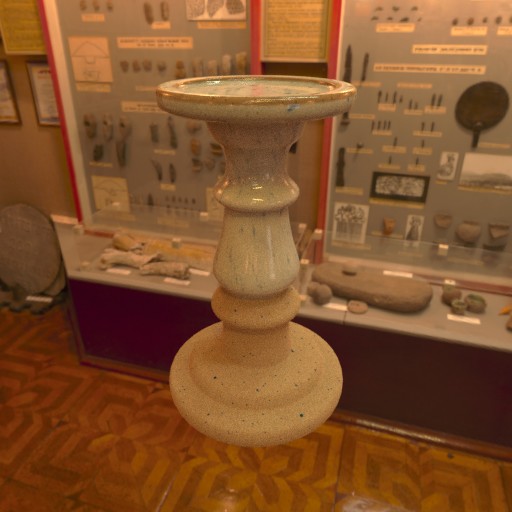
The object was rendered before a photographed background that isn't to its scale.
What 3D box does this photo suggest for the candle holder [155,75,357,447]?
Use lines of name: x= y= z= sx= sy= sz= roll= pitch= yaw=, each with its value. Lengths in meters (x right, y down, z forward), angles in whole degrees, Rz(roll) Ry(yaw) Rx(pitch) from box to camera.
candle holder: x=0.000 y=0.000 z=0.277 sx=0.123 sy=0.202 sz=0.123 roll=0 pitch=27 yaw=0
